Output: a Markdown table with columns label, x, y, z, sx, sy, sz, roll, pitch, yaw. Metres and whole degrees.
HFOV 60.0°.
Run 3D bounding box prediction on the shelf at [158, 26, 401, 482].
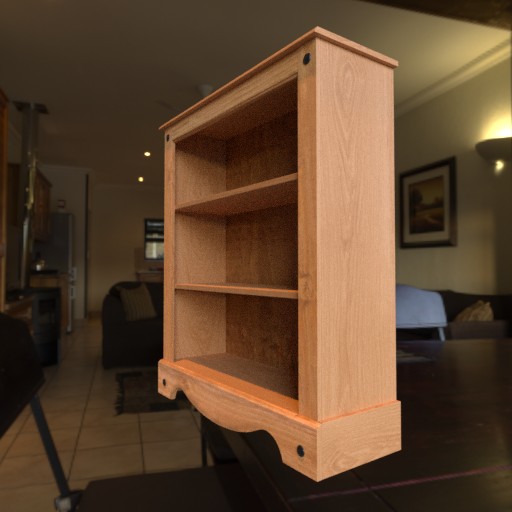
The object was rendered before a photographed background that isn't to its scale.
| label | x | y | z | sx | sy | sz | roll | pitch | yaw |
| --- | --- | --- | --- | --- | --- | --- | --- | --- | --- |
| shelf | 0.000 | 0.000 | 1.374 | 0.291 | 0.980 | 0.840 | 1 | -2 | -36 |
